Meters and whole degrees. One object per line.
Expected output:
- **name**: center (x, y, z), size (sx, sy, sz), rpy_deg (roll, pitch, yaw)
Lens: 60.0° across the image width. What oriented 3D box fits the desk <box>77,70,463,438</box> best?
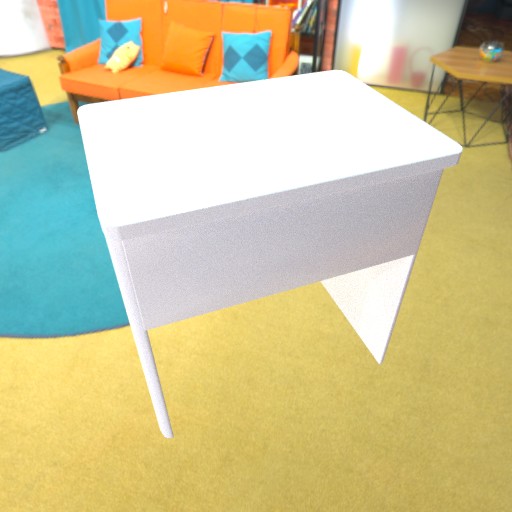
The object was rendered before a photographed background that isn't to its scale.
- **desk**: center (0.000, 0.000, 1.291), size (0.762, 0.800, 0.549), rpy_deg (-14, 43, -16)
